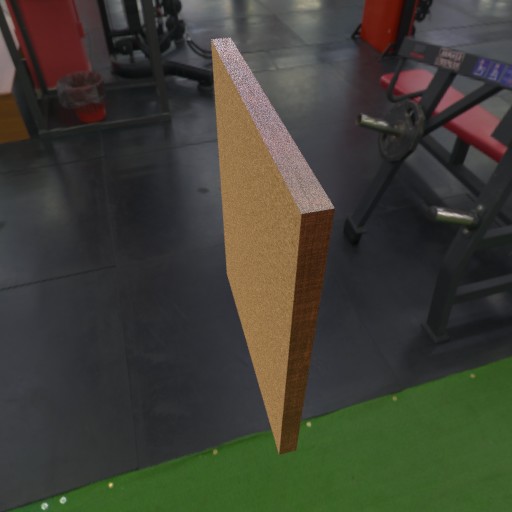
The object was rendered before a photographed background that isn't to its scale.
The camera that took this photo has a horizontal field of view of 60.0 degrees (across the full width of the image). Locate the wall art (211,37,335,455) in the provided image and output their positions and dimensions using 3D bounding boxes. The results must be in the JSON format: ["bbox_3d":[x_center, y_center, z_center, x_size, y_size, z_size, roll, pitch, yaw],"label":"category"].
[{"bbox_3d":[0.000,0.000,0.774,0.033,0.567,0.467,-10,46,-10],"label":"wall art"}]
